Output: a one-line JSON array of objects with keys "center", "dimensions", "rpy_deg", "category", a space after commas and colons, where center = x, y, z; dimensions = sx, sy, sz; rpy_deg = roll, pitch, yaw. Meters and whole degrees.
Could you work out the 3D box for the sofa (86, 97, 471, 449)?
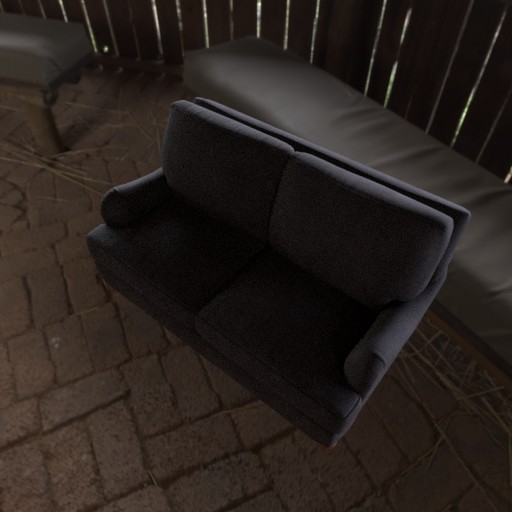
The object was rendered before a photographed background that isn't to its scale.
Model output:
[{"center": [0.000, 0.000, 2.522], "dimensions": [1.853, 1.101, 1.084], "rpy_deg": [31, 55, 25], "category": "sofa"}]
